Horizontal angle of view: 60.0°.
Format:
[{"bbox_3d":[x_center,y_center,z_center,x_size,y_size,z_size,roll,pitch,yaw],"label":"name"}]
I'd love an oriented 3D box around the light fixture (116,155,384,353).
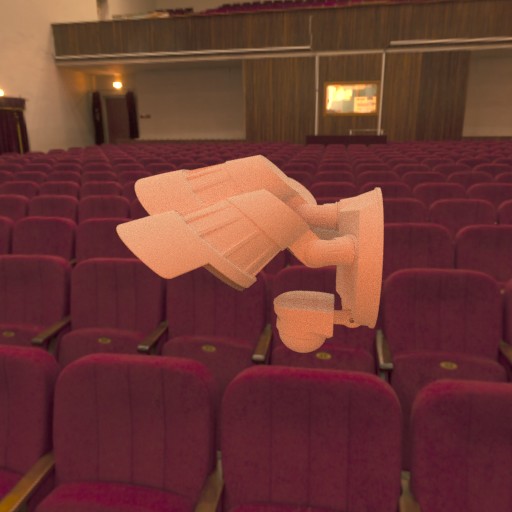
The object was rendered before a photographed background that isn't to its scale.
[{"bbox_3d":[0.000,0.000,0.534,0.278,0.237,0.369,3,14,10],"label":"light fixture"}]
